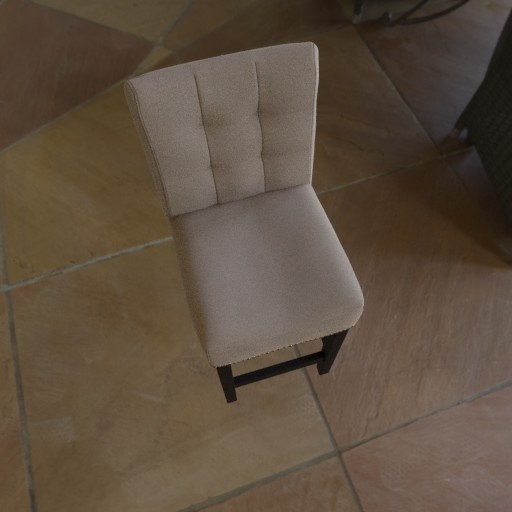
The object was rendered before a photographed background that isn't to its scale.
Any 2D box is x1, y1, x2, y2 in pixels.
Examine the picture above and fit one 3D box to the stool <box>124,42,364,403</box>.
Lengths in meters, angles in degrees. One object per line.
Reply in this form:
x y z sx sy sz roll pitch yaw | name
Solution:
0.000 0.000 1.213 0.427 0.885 0.571 -15 64 -7 | stool
